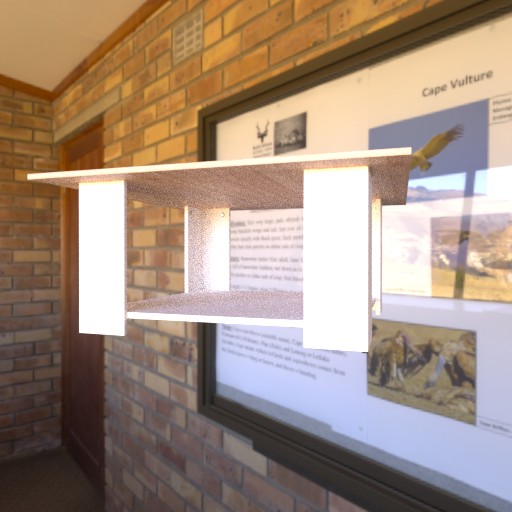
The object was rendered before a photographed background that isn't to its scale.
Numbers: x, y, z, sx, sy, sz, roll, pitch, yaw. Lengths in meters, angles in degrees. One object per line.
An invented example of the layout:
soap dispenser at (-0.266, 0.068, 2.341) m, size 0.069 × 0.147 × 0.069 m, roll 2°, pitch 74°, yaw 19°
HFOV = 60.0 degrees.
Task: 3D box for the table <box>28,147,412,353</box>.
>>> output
table at (0.000, 0.000, 1.034) m, size 0.670 × 0.305 × 0.670 m, roll 0°, pitch 0°, yaw 18°
